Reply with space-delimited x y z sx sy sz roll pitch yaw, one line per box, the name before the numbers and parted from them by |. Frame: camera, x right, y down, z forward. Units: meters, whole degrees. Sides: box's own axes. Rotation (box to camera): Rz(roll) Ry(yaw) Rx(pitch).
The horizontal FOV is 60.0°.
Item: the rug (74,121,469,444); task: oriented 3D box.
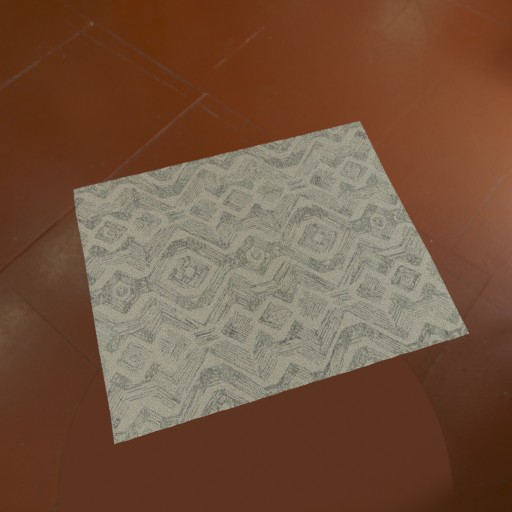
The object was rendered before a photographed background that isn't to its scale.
rug | 0.000 0.000 4.064 3.054 0.030 2.430 -15 66 -7
